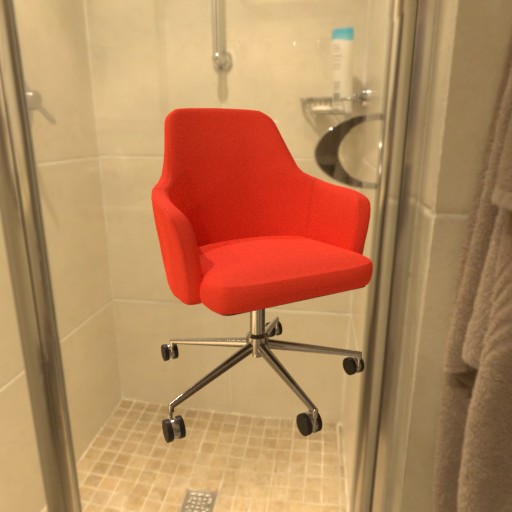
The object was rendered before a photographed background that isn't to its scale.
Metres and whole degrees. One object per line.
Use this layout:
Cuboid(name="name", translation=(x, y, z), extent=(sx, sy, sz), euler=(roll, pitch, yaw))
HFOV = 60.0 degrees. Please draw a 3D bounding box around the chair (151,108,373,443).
Cuboid(name="chair", translation=(0.000, 0.000, 1.261), extent=(0.655, 0.820, 0.600), euler=(-9, 18, -27))
